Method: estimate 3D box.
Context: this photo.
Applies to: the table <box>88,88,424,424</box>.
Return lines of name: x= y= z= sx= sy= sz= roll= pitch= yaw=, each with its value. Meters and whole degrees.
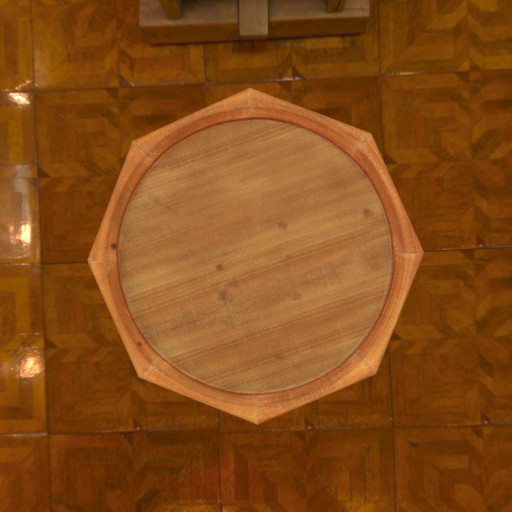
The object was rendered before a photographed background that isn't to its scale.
table: x=0.000 y=0.000 z=1.536 sx=1.002 sy=0.444 sz=1.002 roll=0 pitch=91 yaw=2
